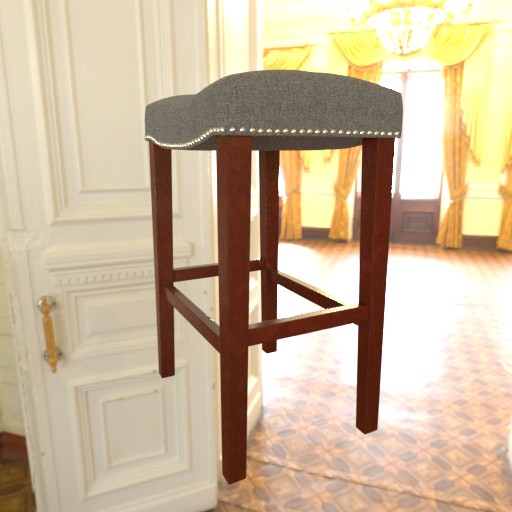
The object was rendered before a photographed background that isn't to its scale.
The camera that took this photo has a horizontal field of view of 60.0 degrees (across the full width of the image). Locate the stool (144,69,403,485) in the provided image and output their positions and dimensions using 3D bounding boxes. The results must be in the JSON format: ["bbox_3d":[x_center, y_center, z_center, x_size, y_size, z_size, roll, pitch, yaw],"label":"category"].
[{"bbox_3d":[0.000,0.000,1.029,0.372,0.742,0.504,-7,15,-27],"label":"stool"}]
